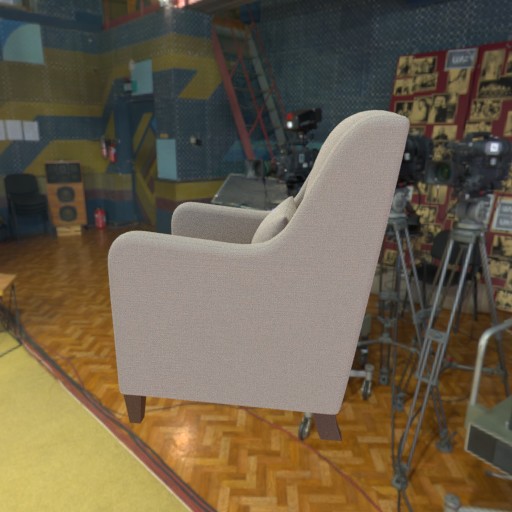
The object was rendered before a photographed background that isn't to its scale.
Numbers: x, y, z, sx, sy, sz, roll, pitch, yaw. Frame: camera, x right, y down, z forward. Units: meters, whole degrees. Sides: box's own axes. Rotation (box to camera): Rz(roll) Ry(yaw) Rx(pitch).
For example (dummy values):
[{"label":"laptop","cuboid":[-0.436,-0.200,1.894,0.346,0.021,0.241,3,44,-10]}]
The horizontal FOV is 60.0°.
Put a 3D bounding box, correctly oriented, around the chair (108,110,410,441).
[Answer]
[{"label":"chair","cuboid":[0.000,0.000,1.644,0.896,1.017,0.715,2,15,7]}]
